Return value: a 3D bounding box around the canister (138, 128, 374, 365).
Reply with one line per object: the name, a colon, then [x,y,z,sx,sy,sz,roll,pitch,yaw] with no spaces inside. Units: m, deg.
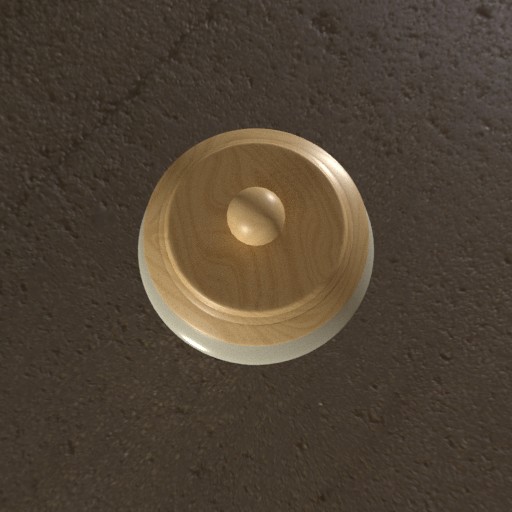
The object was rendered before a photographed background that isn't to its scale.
canister: [0.000,0.000,0.272,0.130,0.176,0.130,0,76,0]
